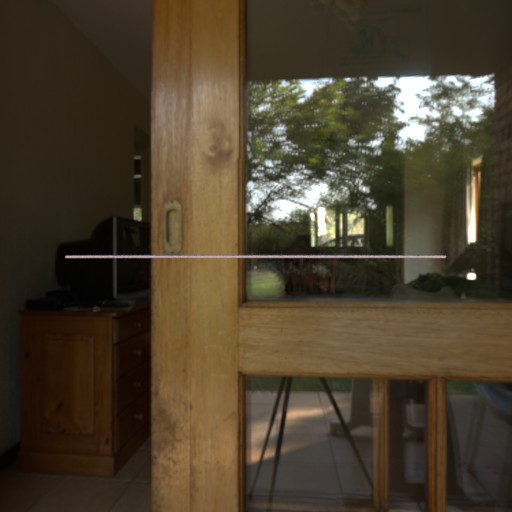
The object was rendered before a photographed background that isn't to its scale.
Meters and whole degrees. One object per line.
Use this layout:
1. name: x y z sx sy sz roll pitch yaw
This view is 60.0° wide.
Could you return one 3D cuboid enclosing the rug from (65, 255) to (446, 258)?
1. rug: 0.000 0.000 2.322 1.219 0.009 1.829 0 0 0
